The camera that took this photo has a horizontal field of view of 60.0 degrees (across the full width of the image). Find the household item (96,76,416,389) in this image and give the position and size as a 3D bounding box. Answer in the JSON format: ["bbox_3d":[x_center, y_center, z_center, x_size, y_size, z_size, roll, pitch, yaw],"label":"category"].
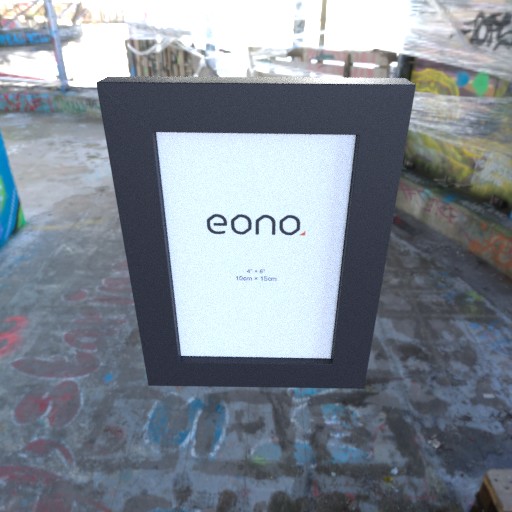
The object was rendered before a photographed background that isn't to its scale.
[{"bbox_3d":[0.000,0.000,0.237,0.133,0.178,0.022,1,31,1],"label":"household item"}]
